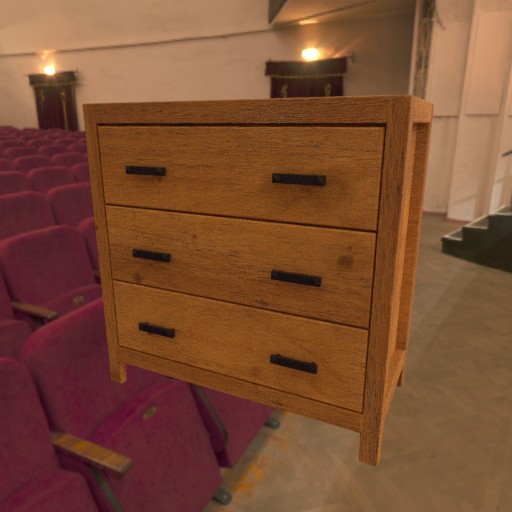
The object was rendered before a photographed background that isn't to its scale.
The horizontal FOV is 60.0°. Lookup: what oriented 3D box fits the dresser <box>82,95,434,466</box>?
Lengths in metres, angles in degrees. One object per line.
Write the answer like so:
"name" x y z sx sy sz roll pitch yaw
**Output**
"dresser" 0.000 0.000 1.233 0.804 0.804 0.427 8 18 25
